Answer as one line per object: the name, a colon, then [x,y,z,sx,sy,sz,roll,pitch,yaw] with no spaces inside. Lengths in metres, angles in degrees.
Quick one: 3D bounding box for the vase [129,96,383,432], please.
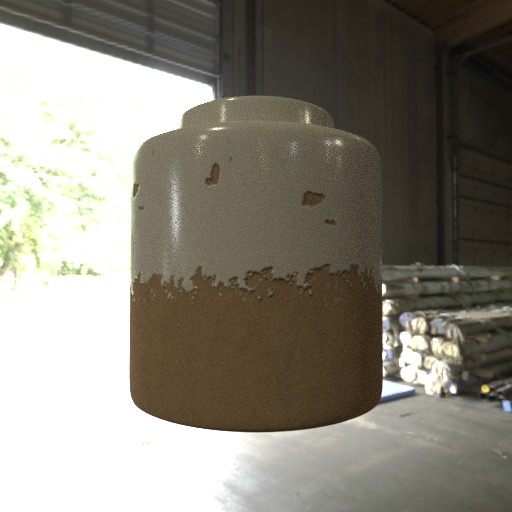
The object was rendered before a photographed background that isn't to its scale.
vase: [0.000,0.000,0.279,0.153,0.167,0.153,0,-2,0]
